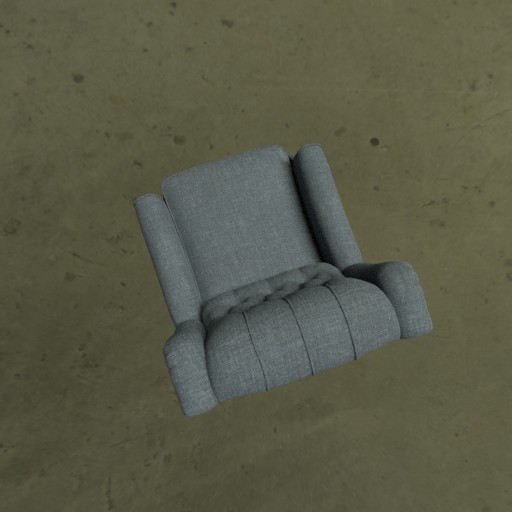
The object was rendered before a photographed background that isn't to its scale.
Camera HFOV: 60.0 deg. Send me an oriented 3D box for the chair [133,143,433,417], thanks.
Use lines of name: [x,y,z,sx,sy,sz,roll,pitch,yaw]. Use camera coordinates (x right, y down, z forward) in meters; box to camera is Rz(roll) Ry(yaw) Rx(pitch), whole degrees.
chair: [0.000,0.000,1.636,0.742,1.035,0.898,-18,76,-5]
